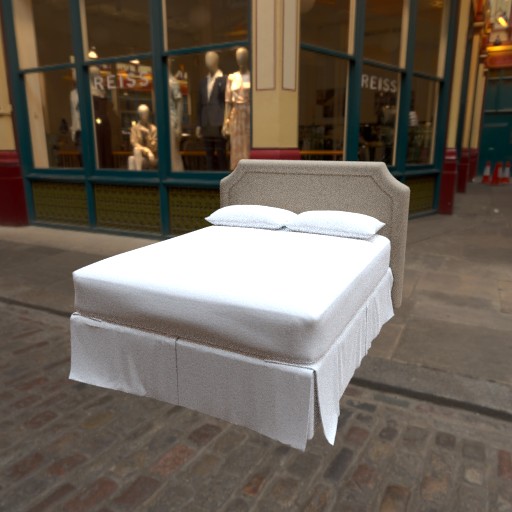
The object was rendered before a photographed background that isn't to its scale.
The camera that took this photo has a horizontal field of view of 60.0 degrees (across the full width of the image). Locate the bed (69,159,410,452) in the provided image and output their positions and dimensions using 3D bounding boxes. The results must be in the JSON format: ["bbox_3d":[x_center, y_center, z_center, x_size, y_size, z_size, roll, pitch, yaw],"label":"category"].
[{"bbox_3d":[0.000,0.000,3.271,1.828,1.301,2.204,7,16,26],"label":"bed"}]
